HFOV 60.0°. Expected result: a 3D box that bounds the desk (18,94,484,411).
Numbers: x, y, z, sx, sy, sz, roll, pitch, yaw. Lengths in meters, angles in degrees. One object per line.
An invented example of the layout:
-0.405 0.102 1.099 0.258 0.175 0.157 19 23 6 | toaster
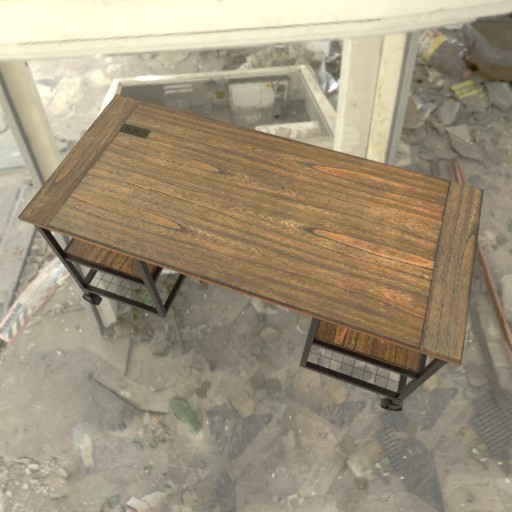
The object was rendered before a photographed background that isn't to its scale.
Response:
0.000 0.000 1.943 1.590 0.751 0.711 17 60 10 | desk
